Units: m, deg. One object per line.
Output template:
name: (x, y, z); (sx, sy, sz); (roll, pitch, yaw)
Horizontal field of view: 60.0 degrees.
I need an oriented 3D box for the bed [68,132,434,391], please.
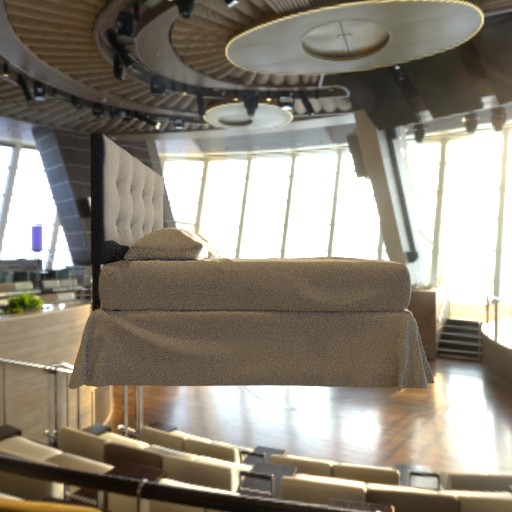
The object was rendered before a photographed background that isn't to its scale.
bed: (0.000, 0.000, 3.566); (2.222, 1.577, 1.936); (0, 1, 1)
